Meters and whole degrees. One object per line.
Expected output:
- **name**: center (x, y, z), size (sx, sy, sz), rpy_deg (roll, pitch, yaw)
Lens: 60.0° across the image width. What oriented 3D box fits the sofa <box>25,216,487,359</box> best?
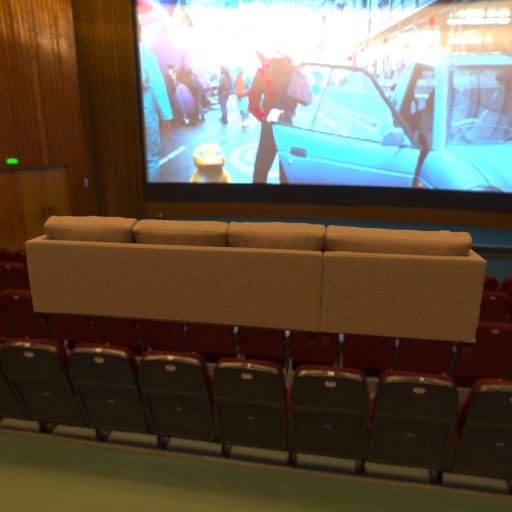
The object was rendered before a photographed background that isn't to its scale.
- **sofa**: center (0.000, 0.000, 3.818), size (3.186, 0.846, 1.625), rpy_deg (3, 16, 9)
